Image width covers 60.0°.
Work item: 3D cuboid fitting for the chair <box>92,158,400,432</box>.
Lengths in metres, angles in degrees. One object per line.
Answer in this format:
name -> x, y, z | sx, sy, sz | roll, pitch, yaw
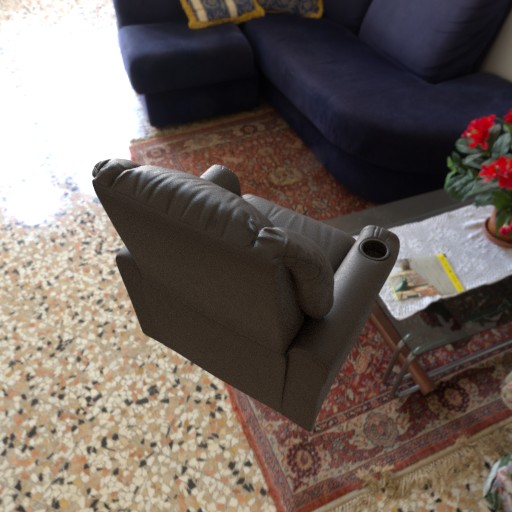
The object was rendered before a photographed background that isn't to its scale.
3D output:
chair -> 0.000, 0.000, 1.115 | 0.610, 0.709, 0.521 | 25, 52, 21
